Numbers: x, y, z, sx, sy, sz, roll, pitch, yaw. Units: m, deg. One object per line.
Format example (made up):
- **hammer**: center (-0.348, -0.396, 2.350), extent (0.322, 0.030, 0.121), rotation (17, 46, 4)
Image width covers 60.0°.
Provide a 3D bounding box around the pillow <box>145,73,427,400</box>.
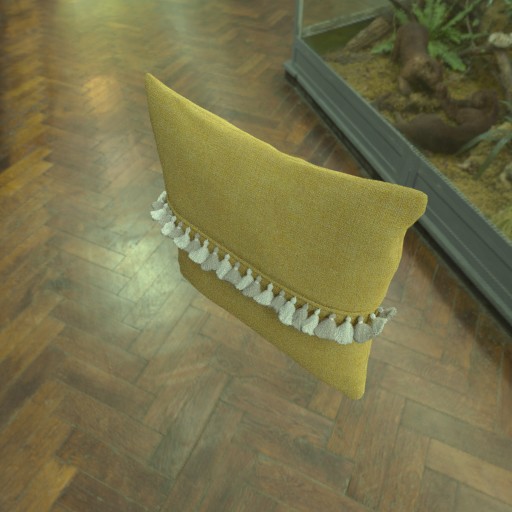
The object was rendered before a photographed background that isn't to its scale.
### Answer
- **pillow**: center (0.000, 0.000, 0.747), extent (0.485, 0.481, 0.167), rotation (32, 54, 26)
